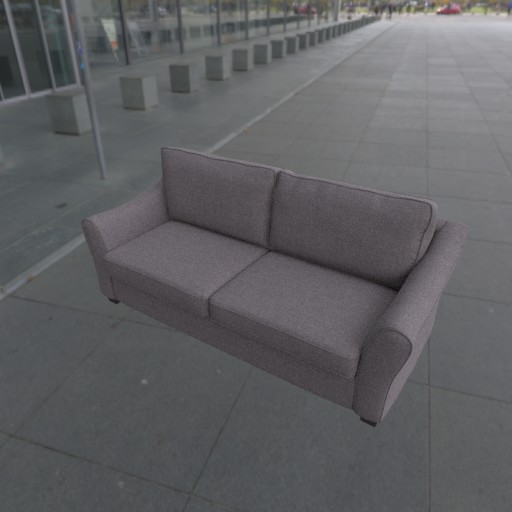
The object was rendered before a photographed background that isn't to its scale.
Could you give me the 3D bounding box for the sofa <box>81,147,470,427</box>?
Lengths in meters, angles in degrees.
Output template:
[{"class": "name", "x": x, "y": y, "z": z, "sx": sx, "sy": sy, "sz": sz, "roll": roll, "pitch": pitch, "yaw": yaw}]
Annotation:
[{"class": "sofa", "x": 0.000, "y": 0.000, "z": 2.766, "sx": 2.203, "sy": 0.976, "sz": 1.013, "roll": 18, "pitch": 34, "yaw": 29}]
